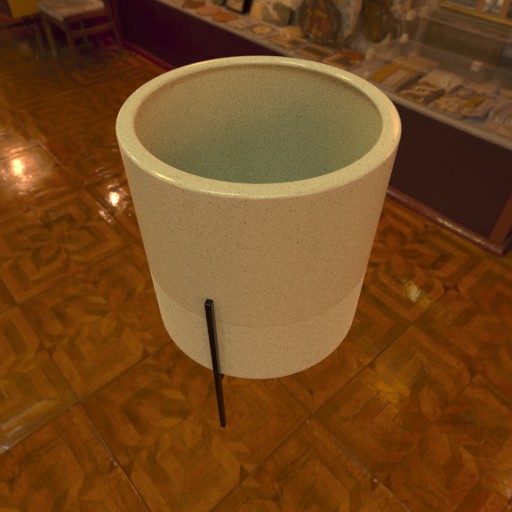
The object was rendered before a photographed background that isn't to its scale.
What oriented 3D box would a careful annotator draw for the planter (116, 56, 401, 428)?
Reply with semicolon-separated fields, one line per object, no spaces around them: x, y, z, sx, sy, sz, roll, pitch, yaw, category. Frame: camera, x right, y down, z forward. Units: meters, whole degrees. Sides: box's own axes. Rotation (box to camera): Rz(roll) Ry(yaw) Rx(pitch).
0.000;0.000;0.668;0.314;0.475;0.323;-30;53;-26;planter
